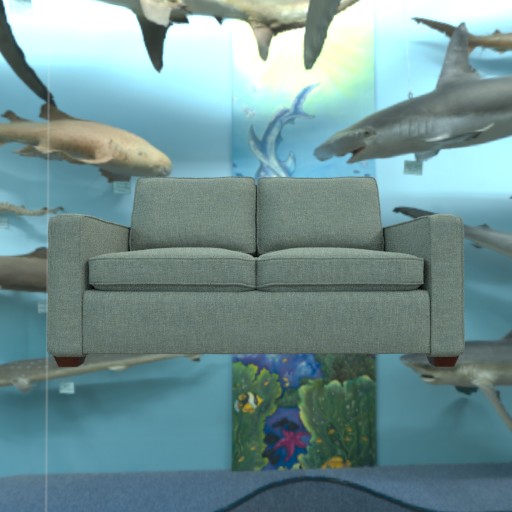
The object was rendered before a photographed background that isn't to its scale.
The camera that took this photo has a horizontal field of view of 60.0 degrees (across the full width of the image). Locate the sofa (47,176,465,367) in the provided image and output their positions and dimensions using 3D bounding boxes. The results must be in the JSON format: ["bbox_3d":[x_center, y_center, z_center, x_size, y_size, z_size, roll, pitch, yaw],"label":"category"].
[{"bbox_3d":[0.000,0.000,2.229,1.706,0.915,0.945,0,-1,0],"label":"sofa"}]
